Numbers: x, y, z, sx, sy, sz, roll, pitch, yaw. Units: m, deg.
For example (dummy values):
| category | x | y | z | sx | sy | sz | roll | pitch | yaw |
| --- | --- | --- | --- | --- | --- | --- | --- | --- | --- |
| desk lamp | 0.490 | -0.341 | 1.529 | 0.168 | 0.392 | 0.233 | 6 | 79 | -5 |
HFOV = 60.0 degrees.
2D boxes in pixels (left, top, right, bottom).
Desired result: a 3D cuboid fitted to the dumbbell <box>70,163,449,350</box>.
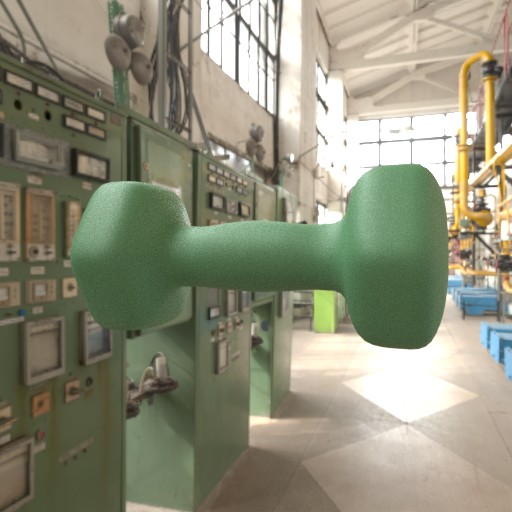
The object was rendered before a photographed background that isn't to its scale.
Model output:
| category | x | y | z | sx | sy | sz | roll | pitch | yaw |
| --- | --- | --- | --- | --- | --- | --- | --- | --- | --- |
| dumbbell | 0.000 | 0.000 | 0.323 | 0.257 | 0.114 | 0.126 | 0 | 0 | 20 |
